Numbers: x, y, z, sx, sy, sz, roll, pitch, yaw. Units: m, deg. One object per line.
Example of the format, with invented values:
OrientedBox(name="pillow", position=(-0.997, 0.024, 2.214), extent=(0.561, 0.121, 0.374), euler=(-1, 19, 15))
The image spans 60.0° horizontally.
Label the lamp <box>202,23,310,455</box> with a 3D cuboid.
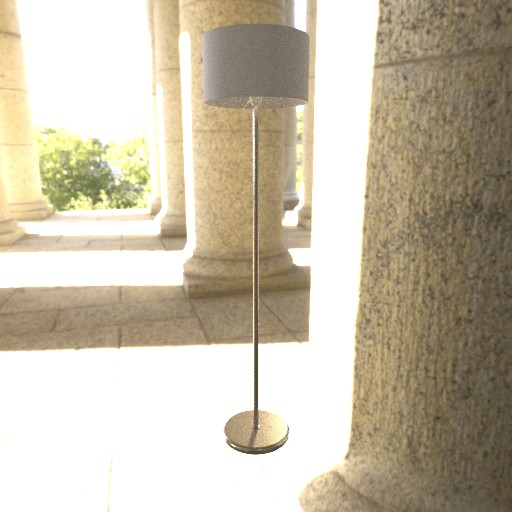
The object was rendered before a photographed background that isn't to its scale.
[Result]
OrientedBox(name="lamp", position=(0.000, 0.000, 1.597), extent=(0.347, 1.443, 0.347), euler=(12, 18, 43))
